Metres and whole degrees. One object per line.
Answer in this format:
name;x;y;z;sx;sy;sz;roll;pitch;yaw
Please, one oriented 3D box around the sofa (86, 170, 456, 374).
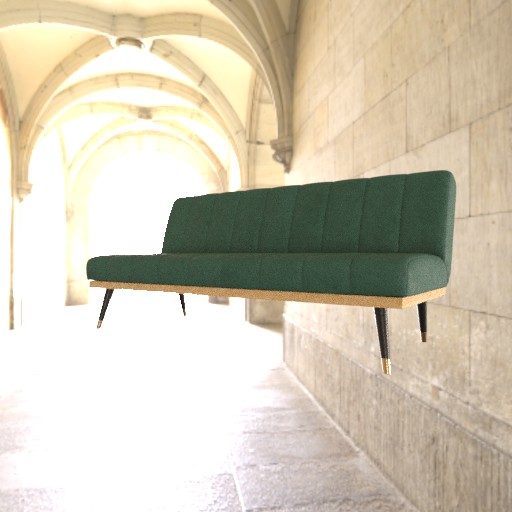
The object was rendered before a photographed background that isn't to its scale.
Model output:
sofa;0.000;0.000;2.332;1.810;0.820;0.830;0;0;35
